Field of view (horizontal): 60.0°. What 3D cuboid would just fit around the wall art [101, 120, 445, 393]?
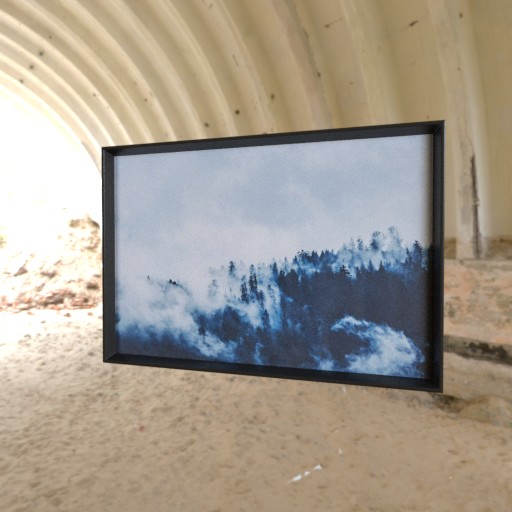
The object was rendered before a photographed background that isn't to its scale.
[{"bbox_3d":[0.000,0.000,1.202,0.939,0.640,0.058,0,1,17],"label":"wall art"}]
